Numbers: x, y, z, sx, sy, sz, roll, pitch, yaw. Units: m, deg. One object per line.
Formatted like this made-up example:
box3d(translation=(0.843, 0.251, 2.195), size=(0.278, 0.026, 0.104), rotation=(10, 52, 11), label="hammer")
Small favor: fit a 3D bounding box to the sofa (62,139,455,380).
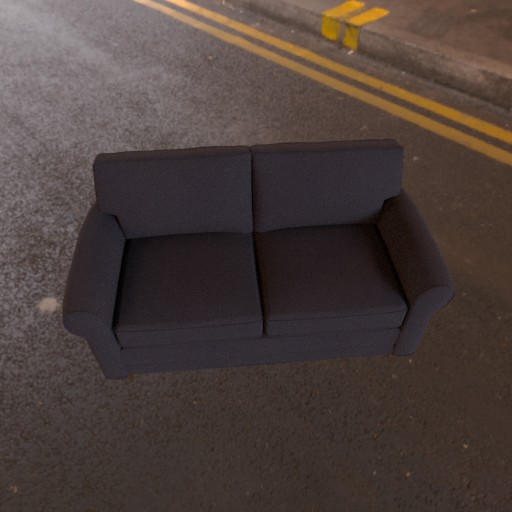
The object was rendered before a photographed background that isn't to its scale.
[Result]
box3d(translation=(0.000, 0.000, 2.564), size=(2.009, 1.031, 0.951), rotation=(-4, 47, -3), label="sofa")
